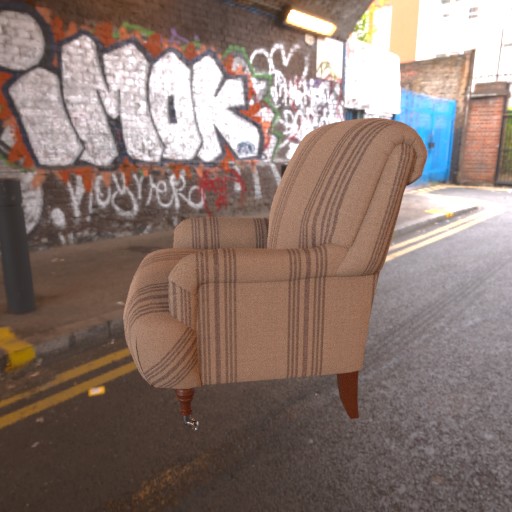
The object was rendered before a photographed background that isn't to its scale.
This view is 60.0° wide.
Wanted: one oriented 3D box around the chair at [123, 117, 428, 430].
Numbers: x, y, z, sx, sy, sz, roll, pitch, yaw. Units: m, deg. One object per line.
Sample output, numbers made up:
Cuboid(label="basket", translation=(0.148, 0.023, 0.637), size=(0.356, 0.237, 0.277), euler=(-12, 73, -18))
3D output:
Cuboid(label="chair", translation=(0.000, 0.000, 1.600), size=(0.914, 0.940, 0.813), euler=(-2, 14, -9))
